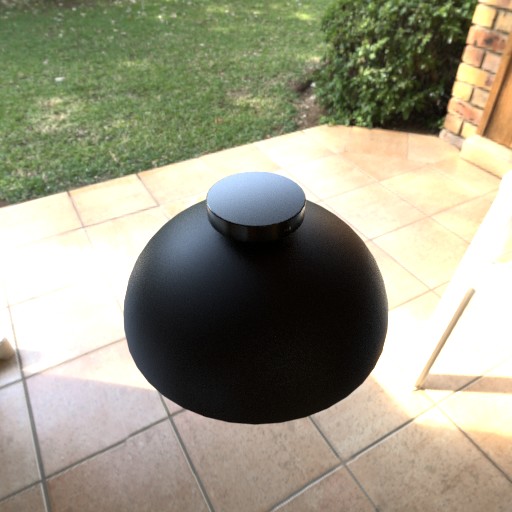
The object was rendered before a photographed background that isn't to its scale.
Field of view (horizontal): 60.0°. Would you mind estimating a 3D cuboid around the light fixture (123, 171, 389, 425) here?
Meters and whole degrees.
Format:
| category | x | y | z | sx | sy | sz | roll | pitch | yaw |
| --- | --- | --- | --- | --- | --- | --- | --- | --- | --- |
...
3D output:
| category | x | y | z | sx | sy | sz | roll | pitch | yaw |
| --- | --- | --- | --- | --- | --- | --- | --- | --- | --- |
| light fixture | 0.000 | 0.000 | 0.557 | 0.355 | 0.177 | 0.355 | 0 | 41 | 0 |
